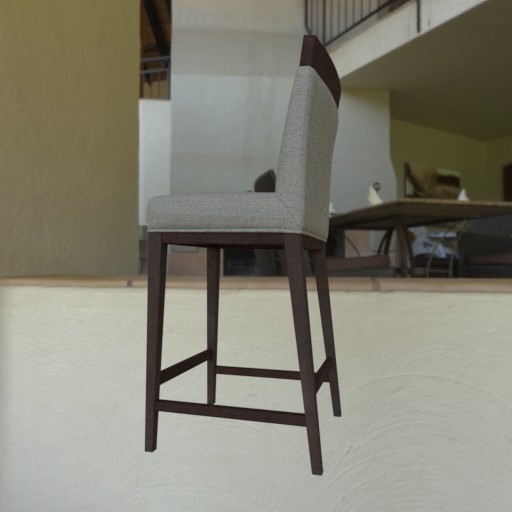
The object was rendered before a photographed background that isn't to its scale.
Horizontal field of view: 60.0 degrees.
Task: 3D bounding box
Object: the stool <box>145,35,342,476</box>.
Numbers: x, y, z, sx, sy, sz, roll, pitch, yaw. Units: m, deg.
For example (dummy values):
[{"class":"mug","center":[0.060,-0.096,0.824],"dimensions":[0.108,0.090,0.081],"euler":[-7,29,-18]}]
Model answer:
[{"class":"stool","center":[0.000,0.000,1.421],"dimensions":[0.531,1.117,0.511],"euler":[0,-1,17]}]
